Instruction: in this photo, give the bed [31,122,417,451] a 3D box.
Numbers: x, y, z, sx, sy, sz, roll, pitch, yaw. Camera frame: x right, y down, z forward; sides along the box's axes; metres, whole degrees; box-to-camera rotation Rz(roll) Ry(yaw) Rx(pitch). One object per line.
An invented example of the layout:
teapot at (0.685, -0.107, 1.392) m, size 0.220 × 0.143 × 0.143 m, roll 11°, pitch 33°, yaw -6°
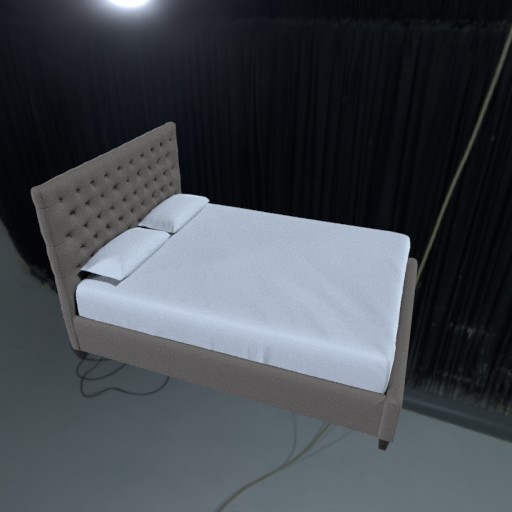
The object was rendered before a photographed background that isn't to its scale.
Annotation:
bed at (0.000, 0.000, 3.386) m, size 2.387 × 1.427 × 1.698 m, roll 11°, pitch 33°, yaw 17°
